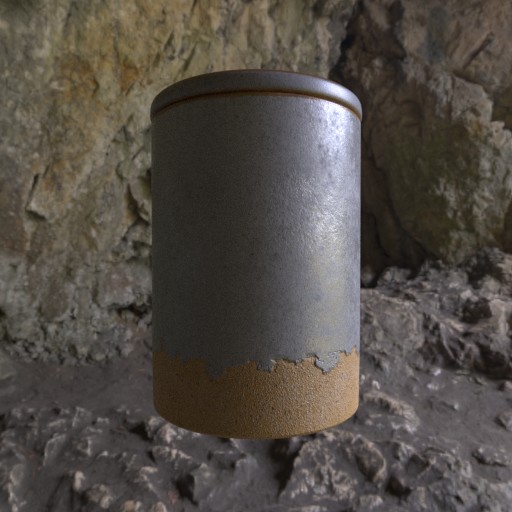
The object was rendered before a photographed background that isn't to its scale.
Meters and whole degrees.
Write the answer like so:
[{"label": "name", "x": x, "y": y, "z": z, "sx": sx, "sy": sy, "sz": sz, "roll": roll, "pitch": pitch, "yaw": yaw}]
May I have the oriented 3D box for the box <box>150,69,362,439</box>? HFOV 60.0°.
[{"label": "box", "x": 0.000, "y": 0.000, "z": 0.253, "sx": 0.118, "sy": 0.168, "sz": 0.118, "roll": 0, "pitch": 0, "yaw": 0}]
